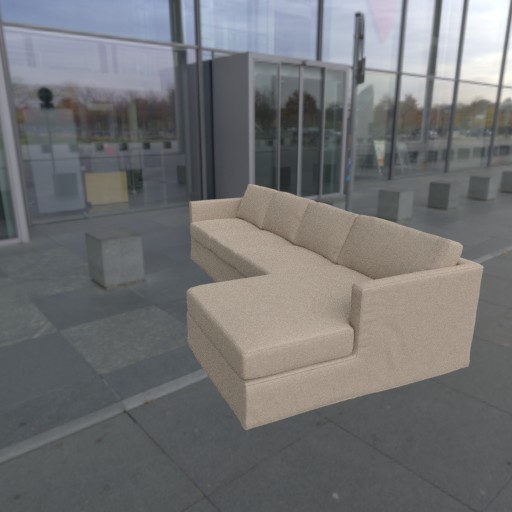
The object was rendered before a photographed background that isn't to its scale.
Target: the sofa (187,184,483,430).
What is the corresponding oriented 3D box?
[{"bbox_3d":[0.000,0.000,3.819,1.622,0.867,3.177,-7,18,-24],"label":"sofa"}]
